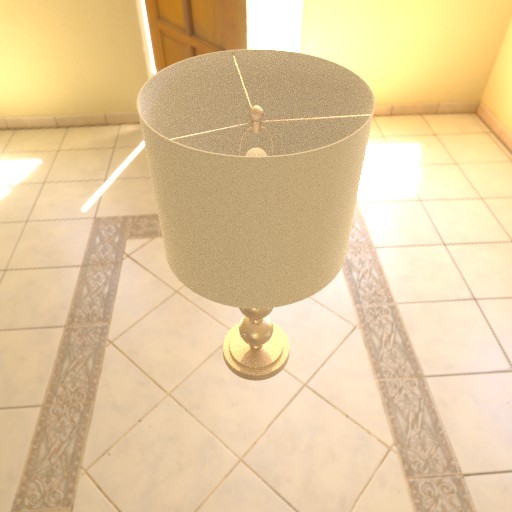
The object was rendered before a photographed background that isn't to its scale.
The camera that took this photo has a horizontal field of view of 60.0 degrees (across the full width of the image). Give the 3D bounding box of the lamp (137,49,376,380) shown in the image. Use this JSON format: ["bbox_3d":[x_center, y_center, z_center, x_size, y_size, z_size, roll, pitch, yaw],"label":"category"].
[{"bbox_3d":[0.000,0.000,0.707,0.277,0.538,0.277,-10,46,-10],"label":"lamp"}]
